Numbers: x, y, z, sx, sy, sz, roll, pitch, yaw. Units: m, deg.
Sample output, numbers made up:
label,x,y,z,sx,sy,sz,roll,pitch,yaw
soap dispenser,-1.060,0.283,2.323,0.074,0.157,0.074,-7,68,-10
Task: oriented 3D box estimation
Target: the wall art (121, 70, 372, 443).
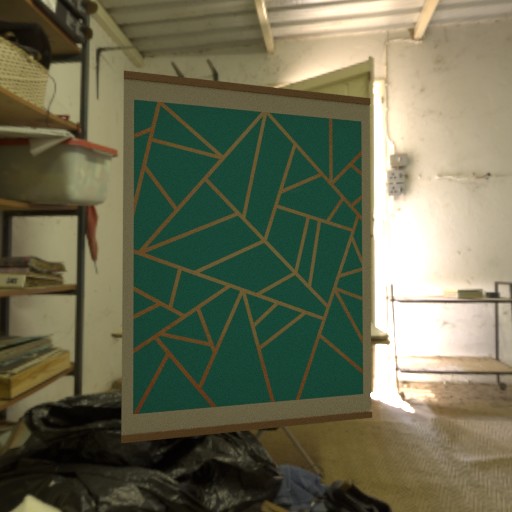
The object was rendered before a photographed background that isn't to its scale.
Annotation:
label,x,y,z,sx,sy,sz,roll,pitch,yaw
wall art,0.000,0.000,1.316,0.758,1.016,0.013,0,-1,-15
